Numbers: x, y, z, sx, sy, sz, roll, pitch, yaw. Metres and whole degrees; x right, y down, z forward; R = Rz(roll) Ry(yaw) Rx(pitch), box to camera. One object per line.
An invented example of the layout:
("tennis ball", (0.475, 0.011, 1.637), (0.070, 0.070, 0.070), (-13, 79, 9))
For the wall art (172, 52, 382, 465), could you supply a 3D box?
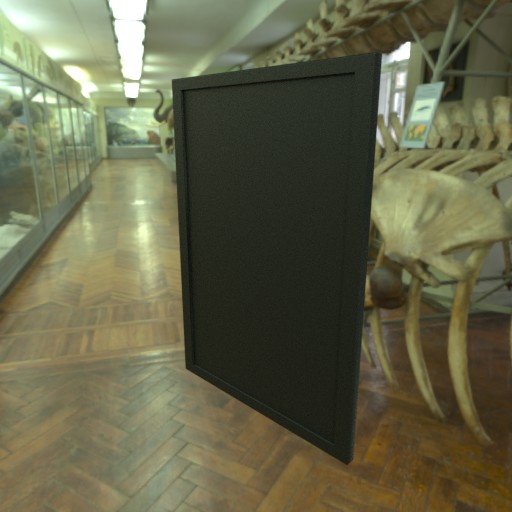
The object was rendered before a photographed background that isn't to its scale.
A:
("wall art", (0.000, 0.000, 0.551), (0.303, 0.431, 0.013), (15, 22, 42))
